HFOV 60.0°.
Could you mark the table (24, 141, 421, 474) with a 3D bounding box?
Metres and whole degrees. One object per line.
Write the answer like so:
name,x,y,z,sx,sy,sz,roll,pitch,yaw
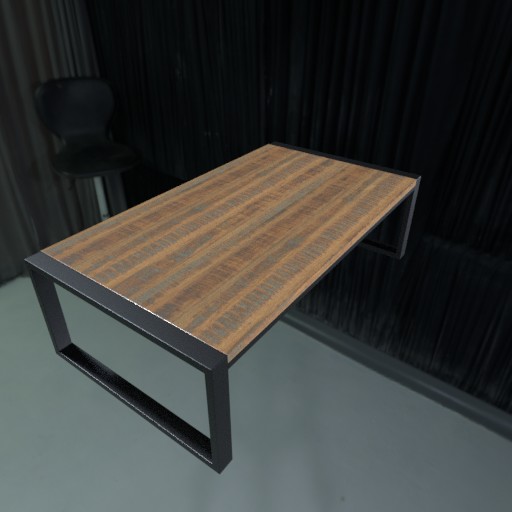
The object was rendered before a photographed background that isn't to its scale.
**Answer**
table,0.000,0.000,1.718,0.750,0.400,1.350,22,39,30
